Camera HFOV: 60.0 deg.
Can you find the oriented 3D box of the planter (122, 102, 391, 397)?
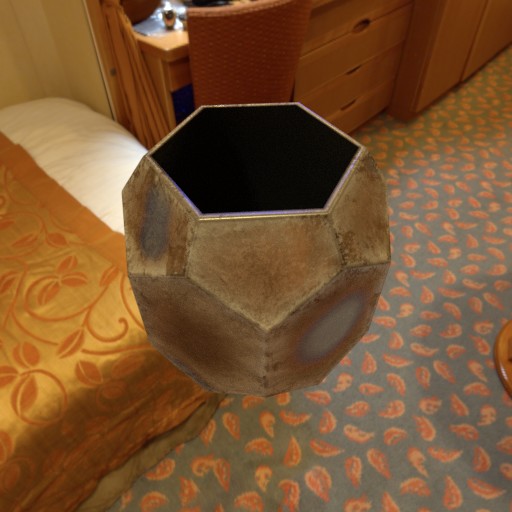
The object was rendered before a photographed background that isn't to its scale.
[{"bbox_3d":[0.000,0.000,0.431,0.221,0.238,0.243,-3,47,-3],"label":"planter"}]
